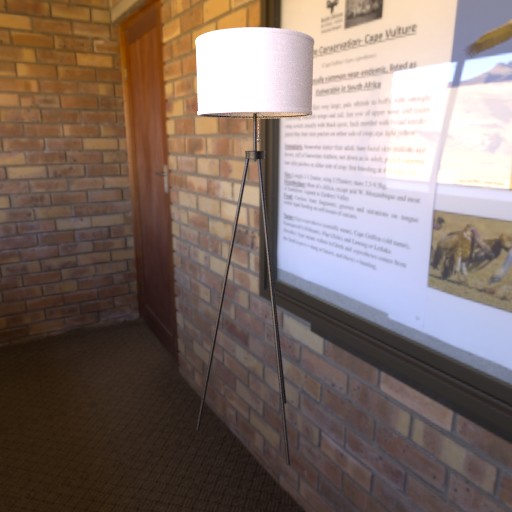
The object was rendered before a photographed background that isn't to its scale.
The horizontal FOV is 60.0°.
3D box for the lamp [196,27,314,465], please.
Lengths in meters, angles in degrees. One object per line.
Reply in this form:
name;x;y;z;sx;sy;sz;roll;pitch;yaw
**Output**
lamp;0.000;0.000;1.752;0.448;1.545;0.458;7;16;25
